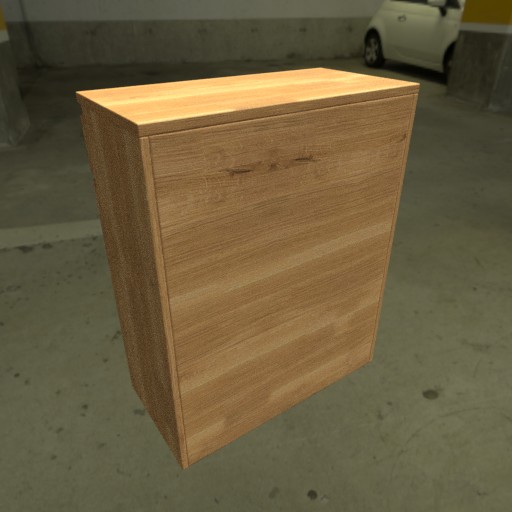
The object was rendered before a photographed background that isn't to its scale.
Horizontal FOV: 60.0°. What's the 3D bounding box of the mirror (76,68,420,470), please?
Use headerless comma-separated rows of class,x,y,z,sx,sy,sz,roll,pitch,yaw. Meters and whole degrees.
mirror,0.000,0.000,1.389,0.800,1.000,0.400,-19,35,-30
